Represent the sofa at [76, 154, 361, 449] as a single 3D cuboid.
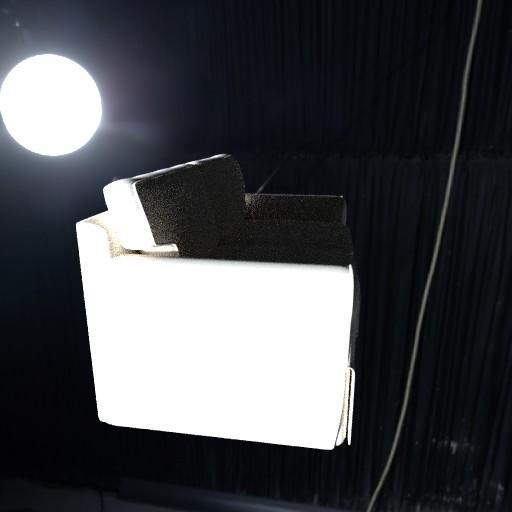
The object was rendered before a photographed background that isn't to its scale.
[{"bbox_3d":[0.000,0.000,2.294,0.991,0.940,1.727,3,17,9],"label":"sofa"}]
